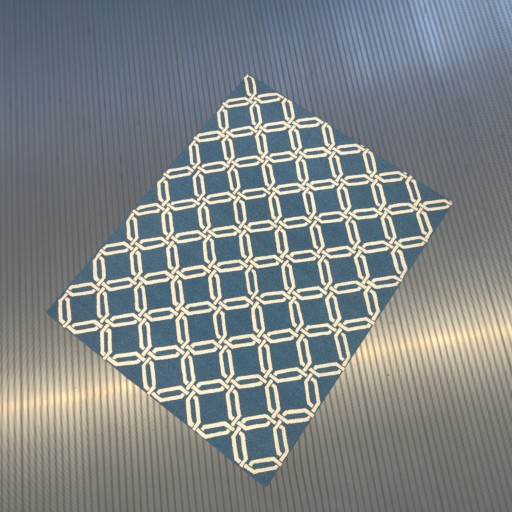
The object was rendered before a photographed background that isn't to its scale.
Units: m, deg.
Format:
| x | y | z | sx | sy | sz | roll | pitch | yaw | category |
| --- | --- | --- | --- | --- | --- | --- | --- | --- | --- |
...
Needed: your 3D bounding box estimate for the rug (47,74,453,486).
| x | y | z | sx | sy | sz | roll | pitch | yaw | category |
| --- | --- | --- | --- | --- | --- | --- | --- | --- | --- |
| 0.000 | 0.000 | 3.827 | 2.277 | 0.020 | 2.867 | 35 | 78 | 8 | rug |
